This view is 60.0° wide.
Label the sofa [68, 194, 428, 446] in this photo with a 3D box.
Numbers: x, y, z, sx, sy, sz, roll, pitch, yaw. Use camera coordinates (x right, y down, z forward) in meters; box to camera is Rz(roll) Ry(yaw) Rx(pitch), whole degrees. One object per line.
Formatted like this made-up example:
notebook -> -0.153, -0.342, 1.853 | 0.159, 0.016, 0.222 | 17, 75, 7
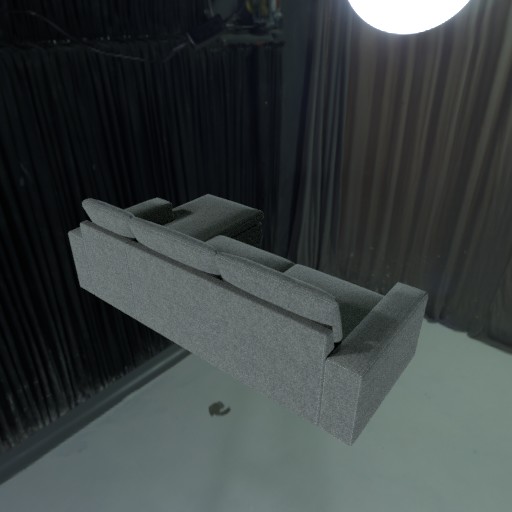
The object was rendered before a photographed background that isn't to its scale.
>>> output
sofa -> 0.000, 0.000, 3.644 | 2.718, 0.940, 1.689 | 21, 36, 32
